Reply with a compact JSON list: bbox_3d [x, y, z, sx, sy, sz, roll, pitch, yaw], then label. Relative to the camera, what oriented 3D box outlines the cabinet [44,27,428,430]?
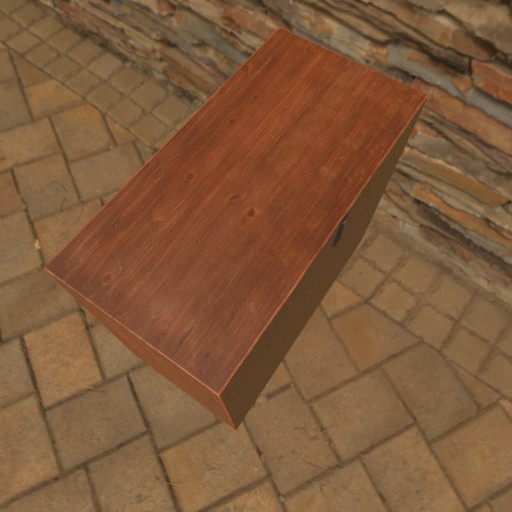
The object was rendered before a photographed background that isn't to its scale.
[{"bbox_3d":[0.000,0.000,1.261,0.412,0.785,0.796,32,68,14],"label":"cabinet"}]
